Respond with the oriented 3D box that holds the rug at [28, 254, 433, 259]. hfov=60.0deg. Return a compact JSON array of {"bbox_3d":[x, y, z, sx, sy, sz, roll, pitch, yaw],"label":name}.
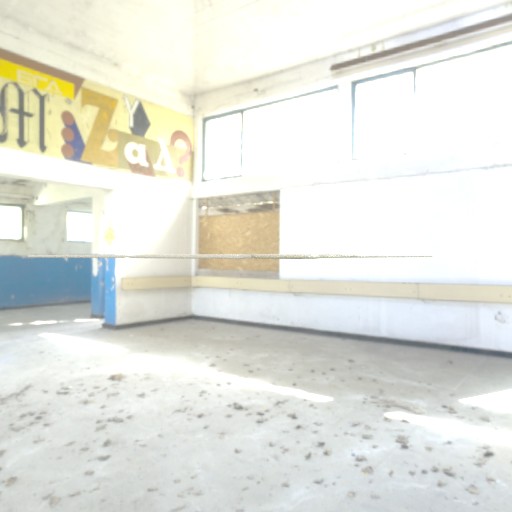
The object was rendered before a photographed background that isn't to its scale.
[{"bbox_3d":[0.000,0.000,4.866,2.734,0.037,3.659,0,0,37],"label":"rug"}]
